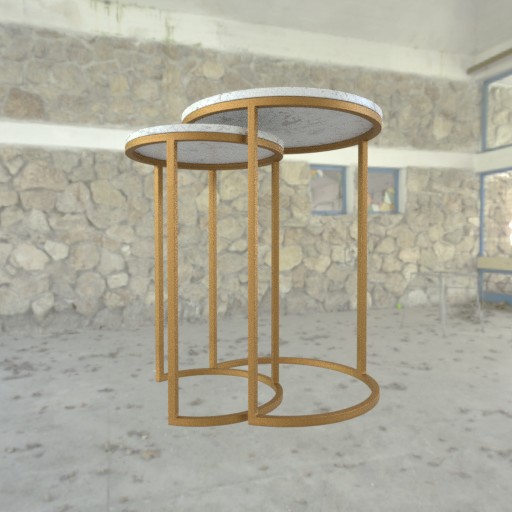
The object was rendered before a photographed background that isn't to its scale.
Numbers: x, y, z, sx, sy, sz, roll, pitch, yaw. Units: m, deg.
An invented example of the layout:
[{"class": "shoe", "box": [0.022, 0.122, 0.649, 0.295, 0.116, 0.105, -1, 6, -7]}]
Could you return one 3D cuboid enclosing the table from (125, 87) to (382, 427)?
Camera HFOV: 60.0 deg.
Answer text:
[{"class": "table", "box": [0.000, 0.000, 0.899, 0.507, 0.550, 0.400, -1, 2, -18]}]
